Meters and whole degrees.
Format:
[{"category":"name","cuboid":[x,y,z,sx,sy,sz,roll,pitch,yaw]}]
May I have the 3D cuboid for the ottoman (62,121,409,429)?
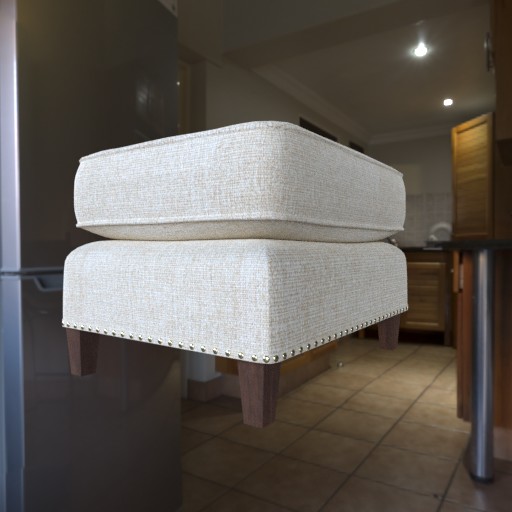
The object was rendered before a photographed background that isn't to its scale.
[{"category":"ottoman","cuboid":[0.000,0.000,1.136,0.589,0.537,0.738,1,2,35]}]
